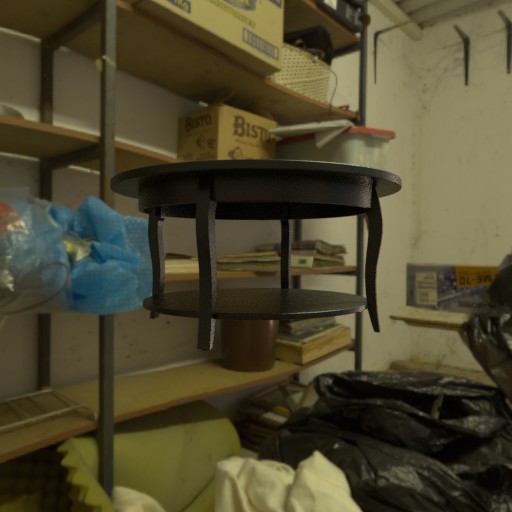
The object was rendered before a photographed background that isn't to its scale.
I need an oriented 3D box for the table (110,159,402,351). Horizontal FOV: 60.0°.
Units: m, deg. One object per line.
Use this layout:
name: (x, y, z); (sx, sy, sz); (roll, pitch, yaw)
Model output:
table: (0.000, 0.000, 1.467); (0.914, 0.457, 0.914); (0, 1, 0)
